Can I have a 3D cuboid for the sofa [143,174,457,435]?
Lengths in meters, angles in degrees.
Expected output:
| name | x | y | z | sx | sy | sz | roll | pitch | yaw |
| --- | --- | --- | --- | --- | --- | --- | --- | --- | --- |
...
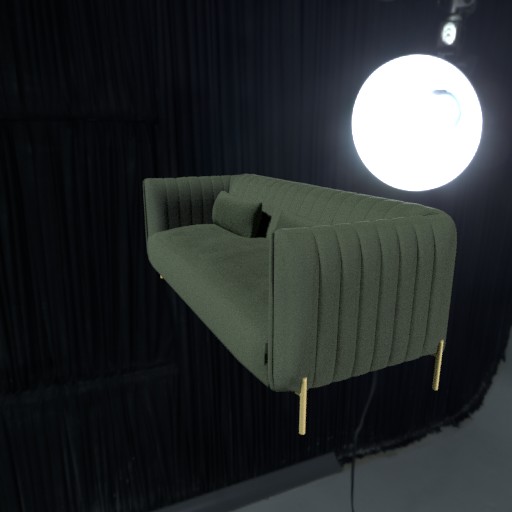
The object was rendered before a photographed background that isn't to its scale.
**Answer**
| name | x | y | z | sx | sy | sz | roll | pitch | yaw |
| --- | --- | --- | --- | --- | --- | --- | --- | --- | --- |
| sofa | 0.000 | 0.000 | 2.607 | 0.896 | 0.793 | 2.137 | -7 | 17 | -25 |
